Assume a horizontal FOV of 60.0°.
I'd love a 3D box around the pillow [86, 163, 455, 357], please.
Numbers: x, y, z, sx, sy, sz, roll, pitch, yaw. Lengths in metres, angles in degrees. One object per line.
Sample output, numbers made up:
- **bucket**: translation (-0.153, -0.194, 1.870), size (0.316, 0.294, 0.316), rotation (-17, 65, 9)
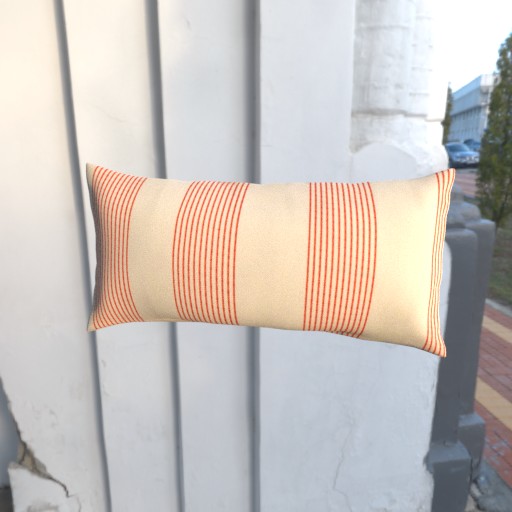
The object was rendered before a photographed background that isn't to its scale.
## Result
- **pillow**: translation (0.000, 0.000, 0.727), size (0.608, 0.292, 0.156), rotation (2, 15, 9)
